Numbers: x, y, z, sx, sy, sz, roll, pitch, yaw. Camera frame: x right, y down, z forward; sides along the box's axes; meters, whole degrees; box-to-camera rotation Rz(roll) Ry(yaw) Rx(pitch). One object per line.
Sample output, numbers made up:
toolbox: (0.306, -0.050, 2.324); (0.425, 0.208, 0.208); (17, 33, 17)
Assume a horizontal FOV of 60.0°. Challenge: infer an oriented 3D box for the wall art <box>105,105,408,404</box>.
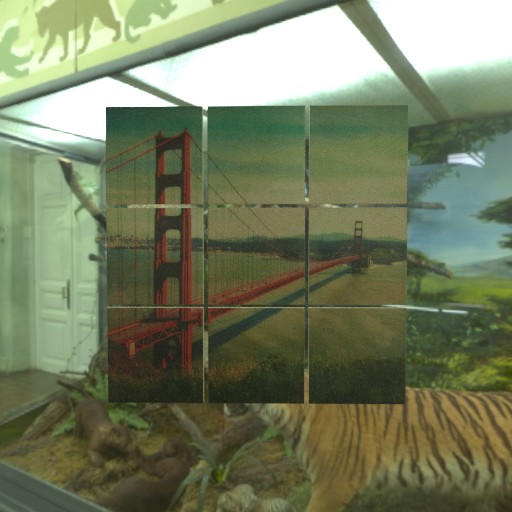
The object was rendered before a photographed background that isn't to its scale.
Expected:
wall art: (0.000, 0.000, 1.805); (1.217, 1.207, 0.016); (0, 2, 1)
